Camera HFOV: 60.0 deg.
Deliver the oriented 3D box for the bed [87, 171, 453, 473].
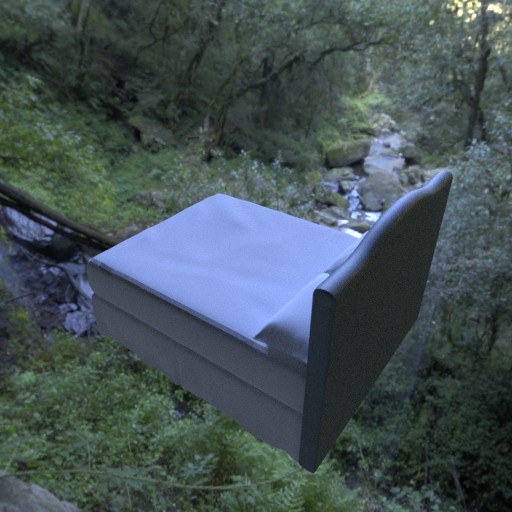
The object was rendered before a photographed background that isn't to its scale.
[{"bbox_3d":[0.000,0.000,3.343,2.143,1.460,1.753,22,38,30],"label":"bed"}]
